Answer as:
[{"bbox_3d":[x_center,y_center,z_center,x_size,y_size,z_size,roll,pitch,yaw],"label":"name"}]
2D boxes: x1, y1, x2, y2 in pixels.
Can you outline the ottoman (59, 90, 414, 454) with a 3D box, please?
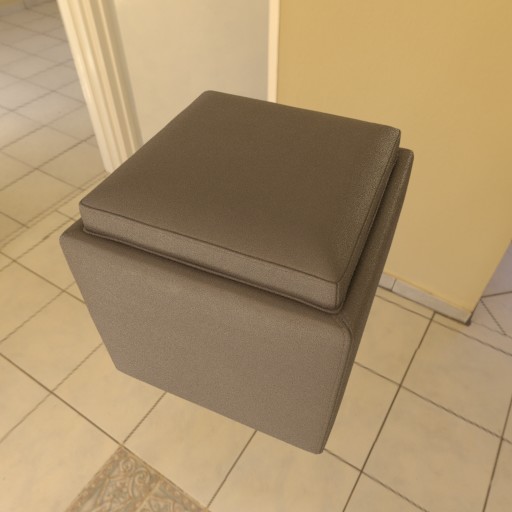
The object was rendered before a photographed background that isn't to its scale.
[{"bbox_3d":[0.000,0.000,0.824,0.450,0.460,0.451,17,48,16],"label":"ottoman"}]
